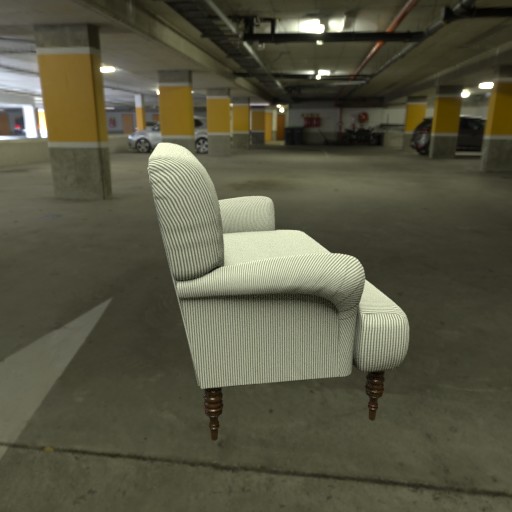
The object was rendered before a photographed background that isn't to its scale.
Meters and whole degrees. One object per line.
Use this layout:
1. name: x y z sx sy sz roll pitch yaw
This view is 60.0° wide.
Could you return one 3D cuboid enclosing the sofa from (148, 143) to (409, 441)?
1. sofa: 0.000 0.000 1.847 0.779 0.889 1.297 -3 16 -10
